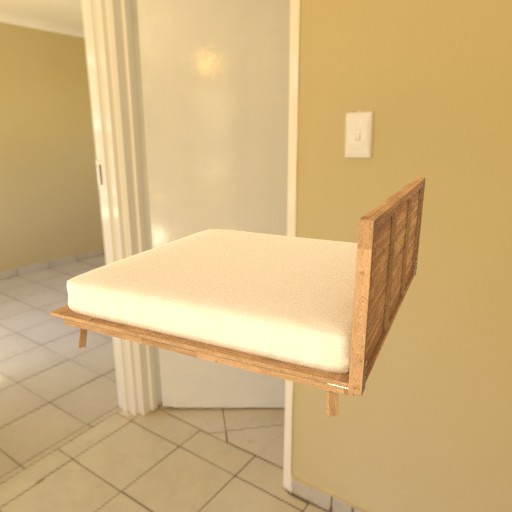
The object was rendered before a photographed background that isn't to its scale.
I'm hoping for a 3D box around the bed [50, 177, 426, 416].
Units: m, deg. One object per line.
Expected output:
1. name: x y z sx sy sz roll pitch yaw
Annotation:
1. bed: 0.000 0.000 3.416 2.167 1.100 2.116 7 17 25
